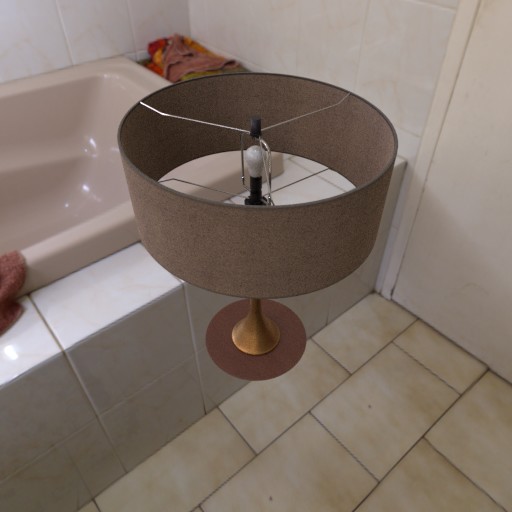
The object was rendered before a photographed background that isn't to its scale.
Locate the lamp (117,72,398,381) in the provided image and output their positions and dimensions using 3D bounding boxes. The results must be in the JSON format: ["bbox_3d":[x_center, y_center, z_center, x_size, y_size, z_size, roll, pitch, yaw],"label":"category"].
[{"bbox_3d":[0.000,0.000,0.834,0.396,0.551,0.417,-28,50,-26],"label":"lamp"}]
